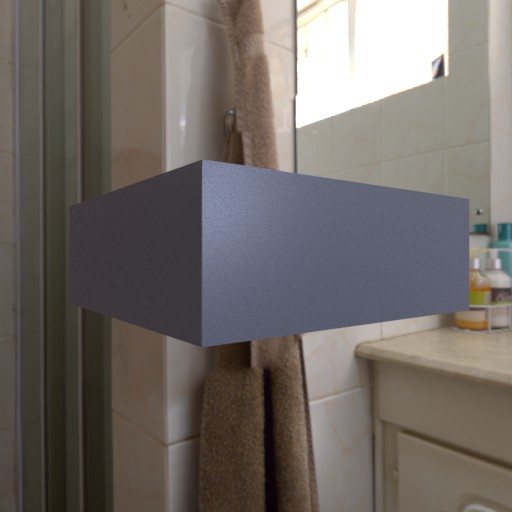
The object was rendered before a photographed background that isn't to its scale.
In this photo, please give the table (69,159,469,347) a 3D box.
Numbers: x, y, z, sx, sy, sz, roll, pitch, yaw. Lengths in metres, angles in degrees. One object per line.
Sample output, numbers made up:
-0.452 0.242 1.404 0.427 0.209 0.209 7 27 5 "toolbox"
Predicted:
0.000 0.000 1.247 0.801 0.299 0.801 0 0 -36 "table"
